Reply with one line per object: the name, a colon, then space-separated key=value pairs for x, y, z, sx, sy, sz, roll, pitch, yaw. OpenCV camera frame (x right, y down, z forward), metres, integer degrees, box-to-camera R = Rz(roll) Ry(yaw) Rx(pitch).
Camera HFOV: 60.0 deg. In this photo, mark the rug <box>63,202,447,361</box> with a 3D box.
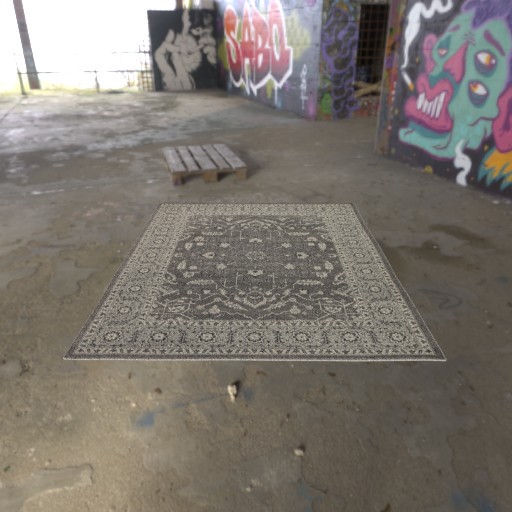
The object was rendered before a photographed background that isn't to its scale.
rug: x=0.000 y=0.000 z=4.195 sx=2.451 sy=0.026 sz=3.069 roll=0 pitch=26 yaw=0
